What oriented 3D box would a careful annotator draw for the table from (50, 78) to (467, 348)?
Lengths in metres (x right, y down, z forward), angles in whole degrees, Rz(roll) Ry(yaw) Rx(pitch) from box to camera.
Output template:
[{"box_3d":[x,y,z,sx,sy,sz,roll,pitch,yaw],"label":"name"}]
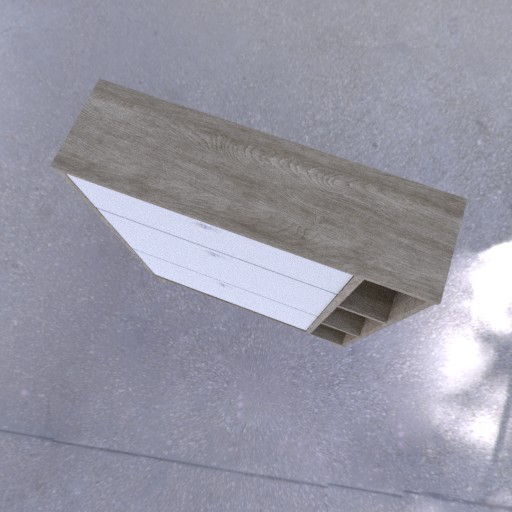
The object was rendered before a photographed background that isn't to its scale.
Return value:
[{"box_3d":[0.000,0.000,1.534,0.902,1.135,0.256,20,74,6],"label":"table"}]
